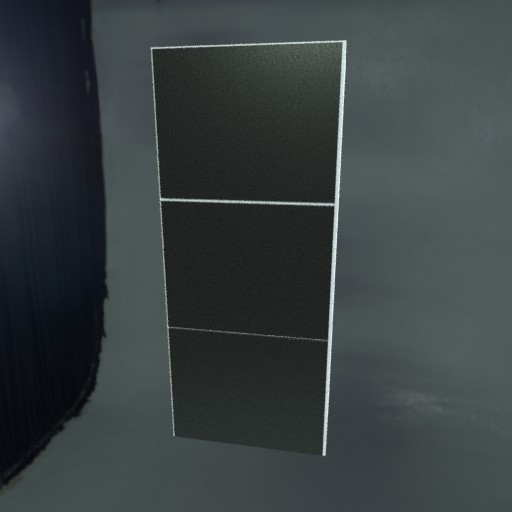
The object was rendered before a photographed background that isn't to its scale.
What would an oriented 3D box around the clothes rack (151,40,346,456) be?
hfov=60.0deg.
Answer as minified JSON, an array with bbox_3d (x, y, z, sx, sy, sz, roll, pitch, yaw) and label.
[{"bbox_3d":[0.000,0.000,1.415,0.500,1.187,0.330,3,16,10],"label":"clothes rack"}]
